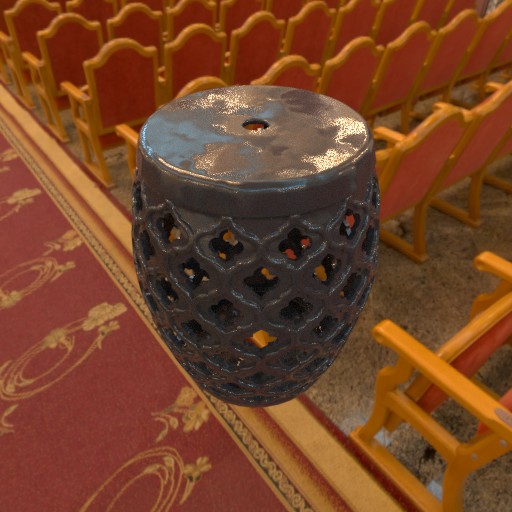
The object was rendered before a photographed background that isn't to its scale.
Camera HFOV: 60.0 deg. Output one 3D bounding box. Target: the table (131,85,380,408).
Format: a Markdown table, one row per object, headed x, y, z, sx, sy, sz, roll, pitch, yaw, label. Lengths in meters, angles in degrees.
| x | y | z | sx | sy | sz | roll | pitch | yaw | label |
| --- | --- | --- | --- | --- | --- | --- | --- | --- | --- |
| 0.000 | 0.000 | 0.621 | 0.325 | 0.388 | 0.325 | 0 | 41 | 0 | table |
